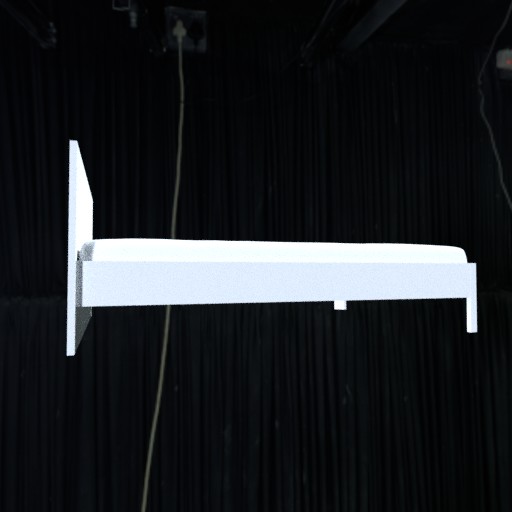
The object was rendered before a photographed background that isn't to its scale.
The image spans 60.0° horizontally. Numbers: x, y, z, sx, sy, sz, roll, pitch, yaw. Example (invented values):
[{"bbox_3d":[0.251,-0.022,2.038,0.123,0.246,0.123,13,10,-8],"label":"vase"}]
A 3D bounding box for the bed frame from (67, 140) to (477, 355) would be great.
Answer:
[{"bbox_3d":[0.000,0.000,2.655,1.950,0.800,1.490,1,-2,-18],"label":"bed frame"}]
